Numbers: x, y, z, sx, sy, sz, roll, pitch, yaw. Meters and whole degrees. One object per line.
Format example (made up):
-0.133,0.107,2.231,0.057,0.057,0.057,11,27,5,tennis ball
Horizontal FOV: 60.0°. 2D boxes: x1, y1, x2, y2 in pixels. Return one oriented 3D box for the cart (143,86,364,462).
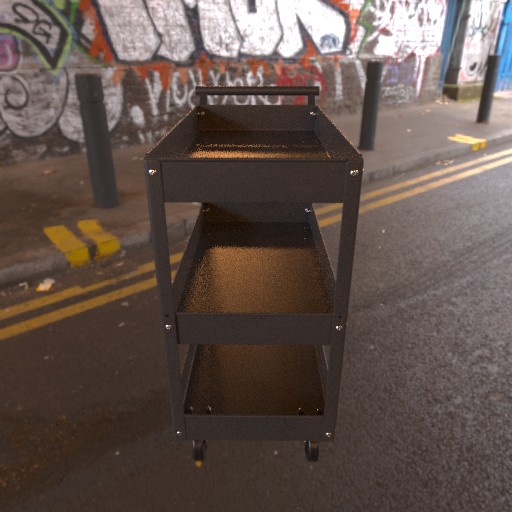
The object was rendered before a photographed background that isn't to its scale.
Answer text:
0.000,0.000,1.165,0.366,0.780,0.719,0,26,1,cart
